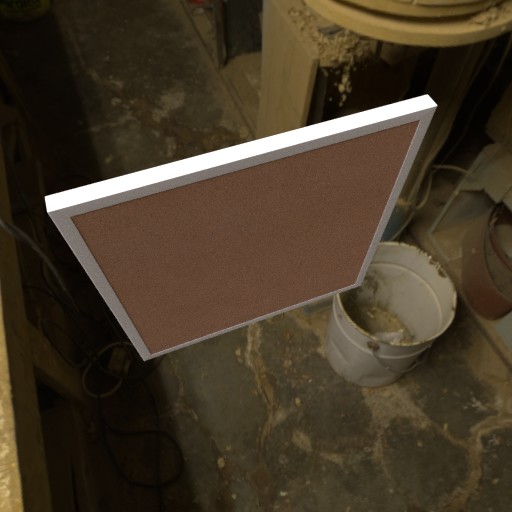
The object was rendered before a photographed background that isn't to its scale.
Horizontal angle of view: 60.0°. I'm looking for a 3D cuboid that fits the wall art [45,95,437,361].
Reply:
[{"bbox_3d":[0.000,0.000,1.145,0.760,0.760,0.036,-18,60,-11],"label":"wall art"}]
